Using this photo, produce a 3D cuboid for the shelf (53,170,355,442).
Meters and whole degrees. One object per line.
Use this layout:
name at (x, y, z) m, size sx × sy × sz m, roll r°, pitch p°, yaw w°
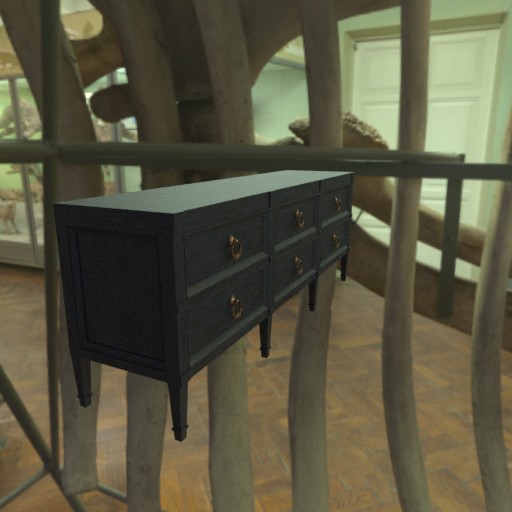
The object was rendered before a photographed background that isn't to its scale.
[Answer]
shelf at (0.000, 0.000, 2.177) m, size 0.471 × 0.715 × 1.878 m, roll 7°, pitch 16°, yaw 26°
